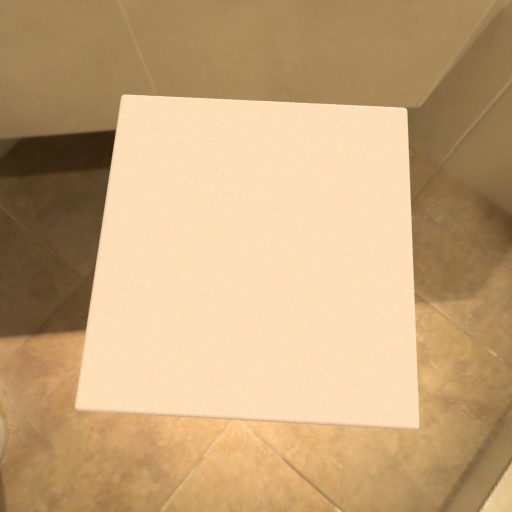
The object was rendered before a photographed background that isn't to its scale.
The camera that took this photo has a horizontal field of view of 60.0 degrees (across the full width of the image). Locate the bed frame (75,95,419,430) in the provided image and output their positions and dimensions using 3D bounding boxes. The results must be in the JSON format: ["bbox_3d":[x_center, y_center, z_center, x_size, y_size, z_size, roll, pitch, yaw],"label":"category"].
[{"bbox_3d":[0.000,0.000,2.966,1.935,0.525,2.033,3,75,1],"label":"bed frame"}]
